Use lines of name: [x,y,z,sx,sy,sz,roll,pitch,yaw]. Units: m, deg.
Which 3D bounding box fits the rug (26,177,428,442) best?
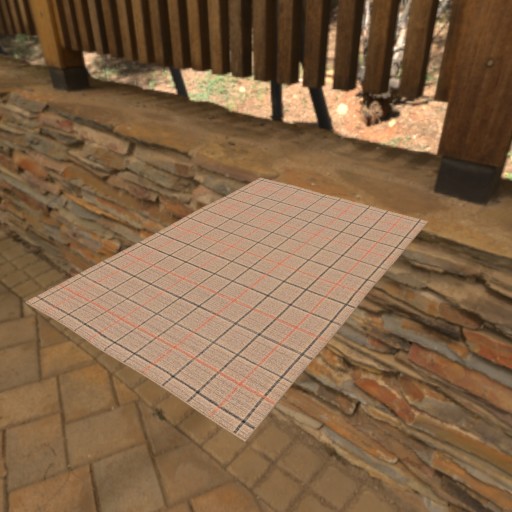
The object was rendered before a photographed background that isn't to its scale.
rug: [0.000,0.000,2.308,1.220,0.013,1.829,20,37,30]
